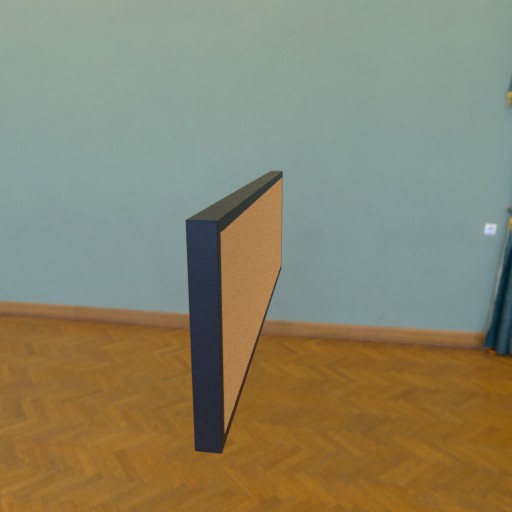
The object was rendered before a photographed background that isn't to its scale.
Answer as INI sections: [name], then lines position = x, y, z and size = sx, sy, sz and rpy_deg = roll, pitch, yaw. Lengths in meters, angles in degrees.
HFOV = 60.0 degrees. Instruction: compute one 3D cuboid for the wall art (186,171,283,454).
[wall art]
position = 0.000, 0.000, 0.946
size = 0.037, 0.303, 0.860
rpy_deg = 2, 15, 8
